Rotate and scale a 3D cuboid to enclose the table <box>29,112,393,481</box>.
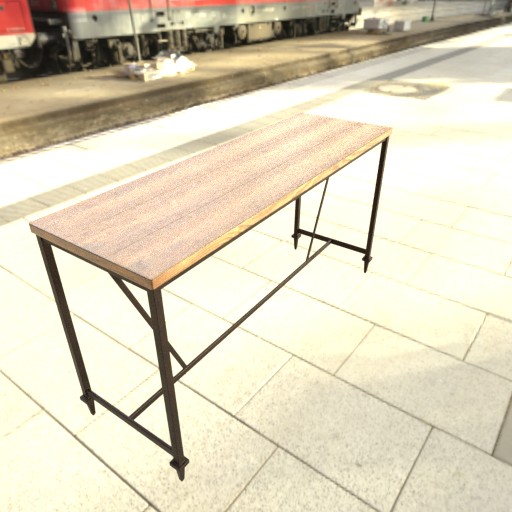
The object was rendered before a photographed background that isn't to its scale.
[{"bbox_3d":[0.000,0.000,2.072,0.551,0.902,1.700,20,37,29],"label":"table"}]
